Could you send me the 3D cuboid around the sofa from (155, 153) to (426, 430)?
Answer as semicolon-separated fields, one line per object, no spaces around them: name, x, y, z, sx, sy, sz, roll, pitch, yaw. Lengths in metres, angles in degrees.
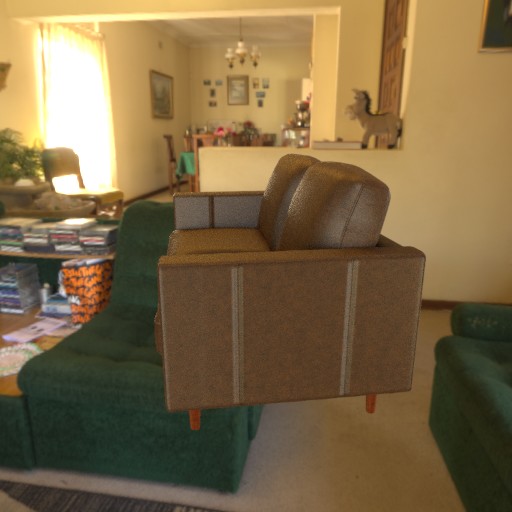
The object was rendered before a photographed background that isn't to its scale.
sofa;0.000;0.000;2.197;0.909;0.951;1.578;-2;16;-8
